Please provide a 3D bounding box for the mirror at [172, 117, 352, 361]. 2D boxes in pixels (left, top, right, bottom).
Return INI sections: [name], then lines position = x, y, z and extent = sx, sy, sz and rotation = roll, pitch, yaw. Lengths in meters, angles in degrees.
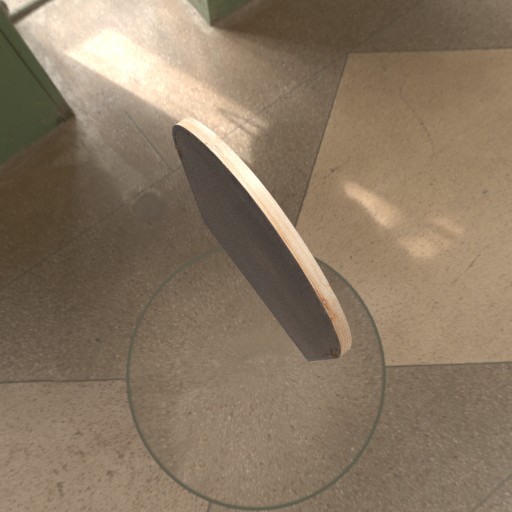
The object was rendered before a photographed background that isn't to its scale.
[mirror]
position = 0.000, 0.000, 1.202
extent = 0.032, 0.920, 0.660
rotation = -36, 79, -8
